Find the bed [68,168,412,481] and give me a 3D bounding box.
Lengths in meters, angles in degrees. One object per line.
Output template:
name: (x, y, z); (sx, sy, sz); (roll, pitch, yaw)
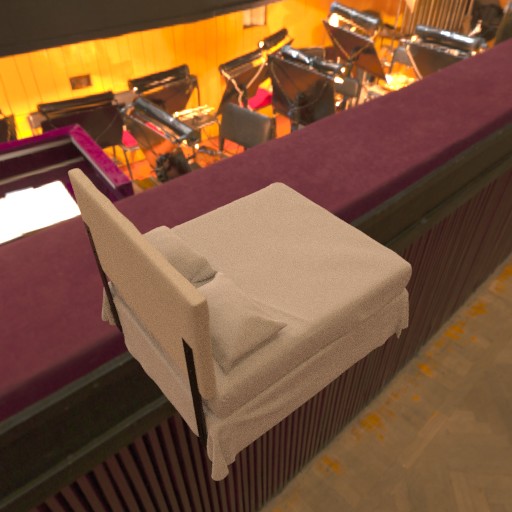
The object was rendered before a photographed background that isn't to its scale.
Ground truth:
bed: (0.000, 0.000, 3.568); (2.222, 1.577, 1.936); (-28, 48, -28)
